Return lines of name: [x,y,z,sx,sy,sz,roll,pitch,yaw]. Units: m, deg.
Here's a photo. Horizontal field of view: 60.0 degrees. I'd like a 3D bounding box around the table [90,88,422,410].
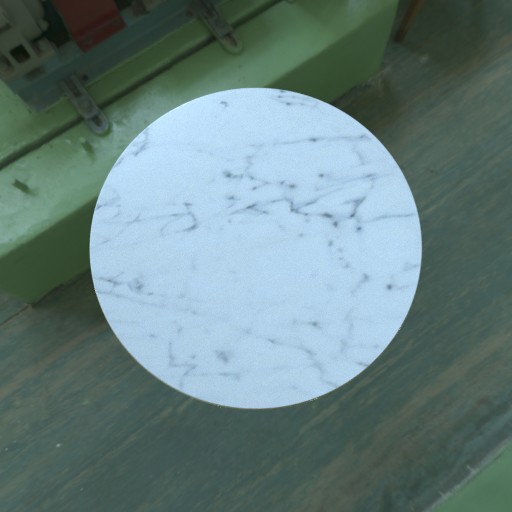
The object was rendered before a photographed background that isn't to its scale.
table: [0.000,0.000,1.281,0.800,0.450,0.800,0,77,0]
